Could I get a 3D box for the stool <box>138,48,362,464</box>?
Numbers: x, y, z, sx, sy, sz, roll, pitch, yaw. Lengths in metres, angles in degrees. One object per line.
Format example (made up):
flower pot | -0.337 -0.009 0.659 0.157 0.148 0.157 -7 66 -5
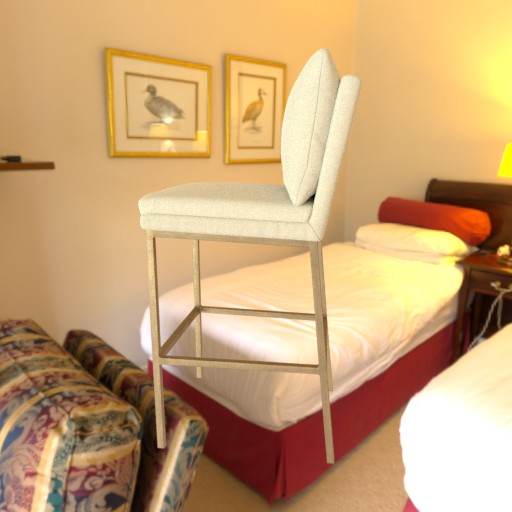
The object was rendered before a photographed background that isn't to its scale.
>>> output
stool | 0.000 0.000 1.401 0.572 1.125 0.463 2 14 8
